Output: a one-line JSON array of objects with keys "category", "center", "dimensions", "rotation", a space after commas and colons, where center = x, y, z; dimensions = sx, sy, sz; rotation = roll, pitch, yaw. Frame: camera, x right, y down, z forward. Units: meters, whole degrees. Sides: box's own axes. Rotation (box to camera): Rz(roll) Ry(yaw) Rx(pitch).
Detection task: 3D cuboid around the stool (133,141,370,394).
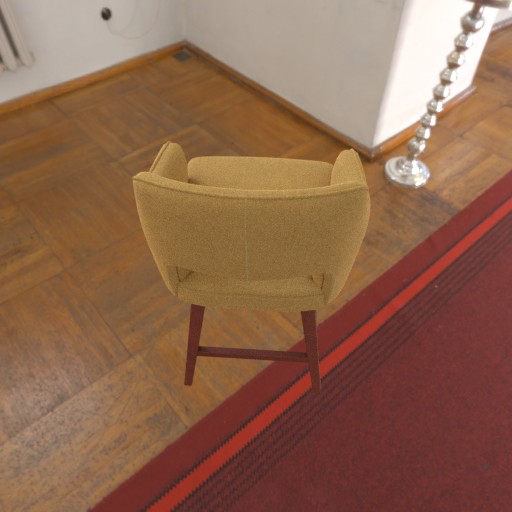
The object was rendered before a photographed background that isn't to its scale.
[{"category": "stool", "center": [0.000, 0.000, 1.279], "dimensions": [0.548, 0.924, 0.558], "rotation": [3, 50, 2]}]
